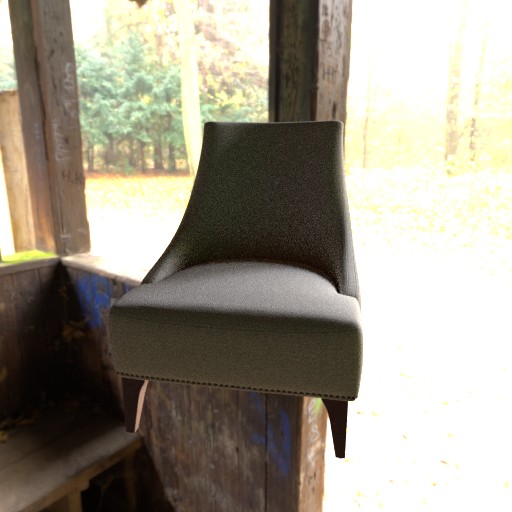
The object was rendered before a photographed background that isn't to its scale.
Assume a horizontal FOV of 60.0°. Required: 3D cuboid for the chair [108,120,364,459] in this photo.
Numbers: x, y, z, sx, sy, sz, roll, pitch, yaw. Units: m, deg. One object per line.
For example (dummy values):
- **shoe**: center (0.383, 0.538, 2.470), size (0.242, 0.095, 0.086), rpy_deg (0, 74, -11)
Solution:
- **chair**: center (0.000, 0.000, 1.508), size (0.701, 0.909, 0.861), rpy_deg (3, 15, 10)
